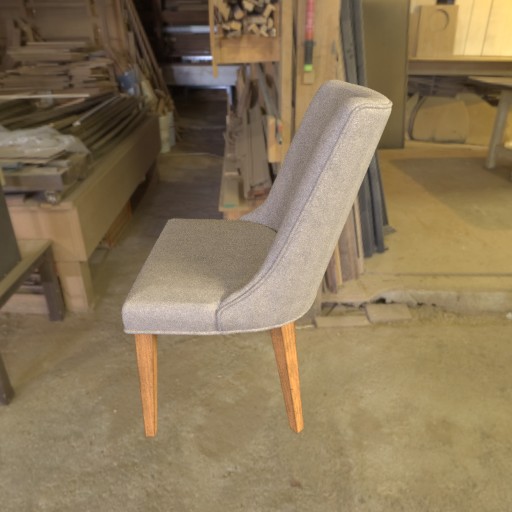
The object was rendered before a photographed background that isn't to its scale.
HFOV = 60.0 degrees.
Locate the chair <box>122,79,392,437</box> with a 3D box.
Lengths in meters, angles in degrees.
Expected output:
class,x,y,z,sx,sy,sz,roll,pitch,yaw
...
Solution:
class,x,y,z,sx,sy,sz,roll,pitch,yaw
chair,0.000,0.000,1.277,0.636,0.916,0.548,1,27,2
